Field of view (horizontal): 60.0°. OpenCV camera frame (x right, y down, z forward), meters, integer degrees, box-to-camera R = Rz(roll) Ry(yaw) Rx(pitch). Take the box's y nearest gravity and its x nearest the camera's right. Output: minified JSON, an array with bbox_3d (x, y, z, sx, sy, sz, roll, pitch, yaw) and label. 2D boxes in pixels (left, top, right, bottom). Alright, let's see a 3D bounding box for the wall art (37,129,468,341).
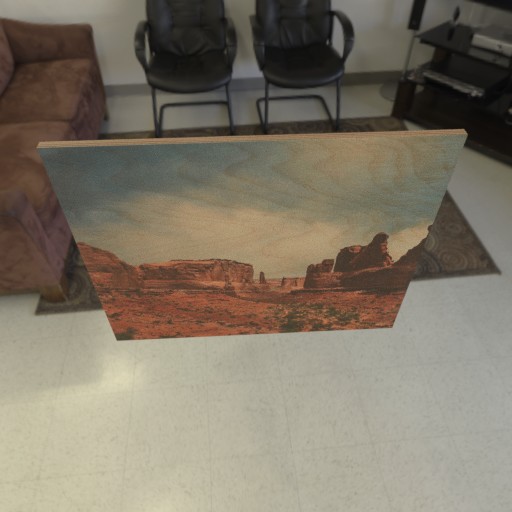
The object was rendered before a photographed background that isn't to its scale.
[{"bbox_3d":[0.000,0.000,0.673,0.508,0.406,0.013,-2,47,-2],"label":"wall art"}]
